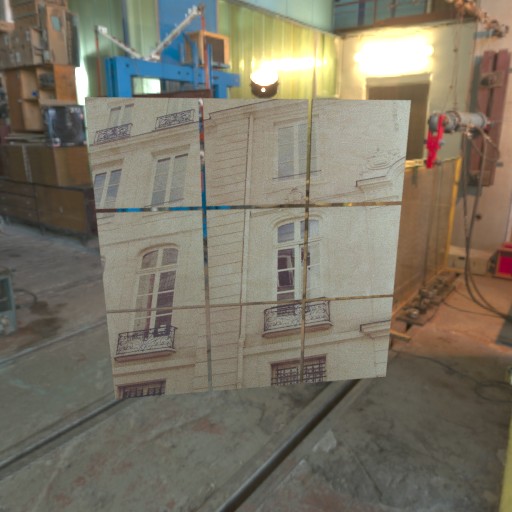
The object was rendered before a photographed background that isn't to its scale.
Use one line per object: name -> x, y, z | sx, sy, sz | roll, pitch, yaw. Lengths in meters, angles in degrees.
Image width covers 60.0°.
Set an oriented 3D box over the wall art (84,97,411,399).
wall art -> 0.000, 0.000, 2.275 | 1.526, 1.522, 0.023 | -2, 16, -8
